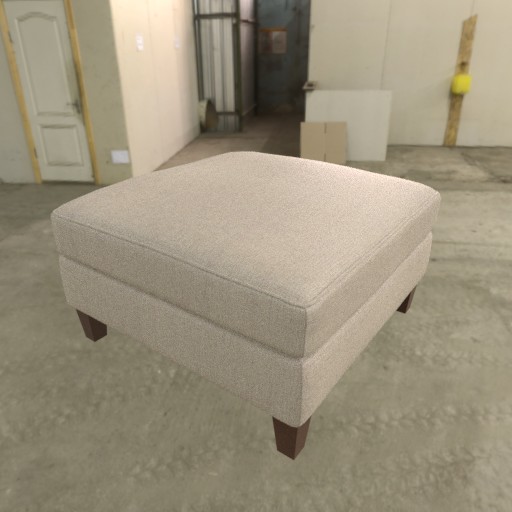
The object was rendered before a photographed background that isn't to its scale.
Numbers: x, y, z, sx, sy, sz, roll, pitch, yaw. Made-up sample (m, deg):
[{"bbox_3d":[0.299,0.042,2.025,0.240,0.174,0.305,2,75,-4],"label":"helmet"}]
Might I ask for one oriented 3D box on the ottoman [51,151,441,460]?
[{"bbox_3d":[0.000,0.000,1.357,0.838,0.481,0.838,18,31,32],"label":"ottoman"}]
